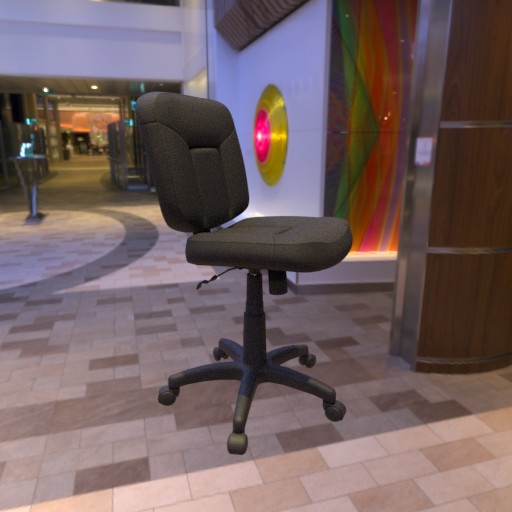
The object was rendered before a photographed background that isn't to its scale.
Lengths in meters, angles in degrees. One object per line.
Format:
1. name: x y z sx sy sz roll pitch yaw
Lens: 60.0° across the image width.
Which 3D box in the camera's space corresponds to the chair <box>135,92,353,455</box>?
1. chair: 0.000 0.000 1.372 0.610 0.972 0.610 7 16 26
